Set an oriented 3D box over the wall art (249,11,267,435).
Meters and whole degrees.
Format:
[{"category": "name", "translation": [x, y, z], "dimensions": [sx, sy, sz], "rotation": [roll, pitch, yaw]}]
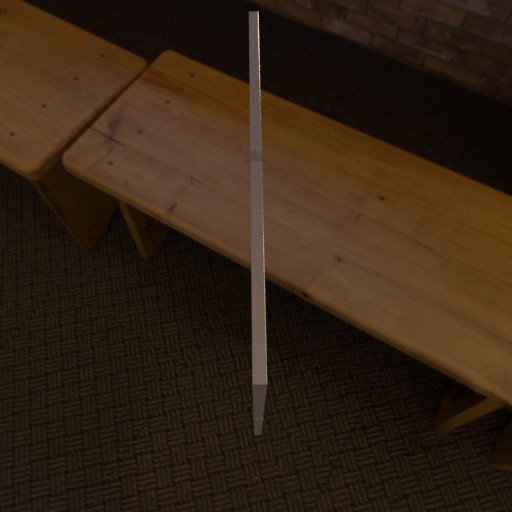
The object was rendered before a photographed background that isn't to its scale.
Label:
[{"category": "wall art", "translation": [0.000, 0.000, 1.611], "dimensions": [0.029, 1.118, 1.118], "rotation": [-1, 63, 0]}]
